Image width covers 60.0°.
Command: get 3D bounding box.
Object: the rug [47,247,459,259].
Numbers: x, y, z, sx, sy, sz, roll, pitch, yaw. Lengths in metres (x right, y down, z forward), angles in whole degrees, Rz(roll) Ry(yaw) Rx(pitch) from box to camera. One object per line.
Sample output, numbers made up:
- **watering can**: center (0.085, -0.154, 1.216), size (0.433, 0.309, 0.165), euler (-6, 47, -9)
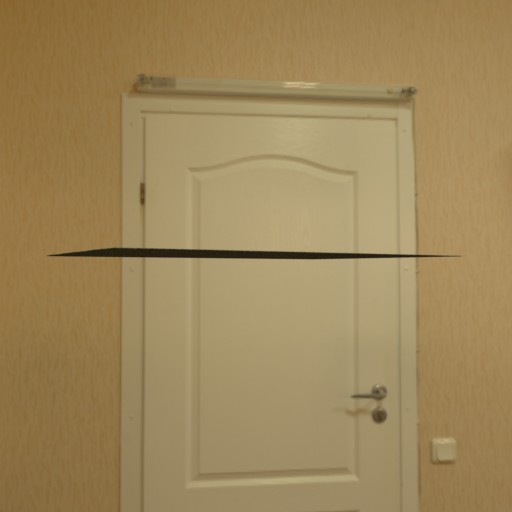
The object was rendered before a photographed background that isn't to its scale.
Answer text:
- **rug**: center (0.000, 0.000, 4.237), size (3.371, 0.008, 2.190), euler (1, -2, -34)
